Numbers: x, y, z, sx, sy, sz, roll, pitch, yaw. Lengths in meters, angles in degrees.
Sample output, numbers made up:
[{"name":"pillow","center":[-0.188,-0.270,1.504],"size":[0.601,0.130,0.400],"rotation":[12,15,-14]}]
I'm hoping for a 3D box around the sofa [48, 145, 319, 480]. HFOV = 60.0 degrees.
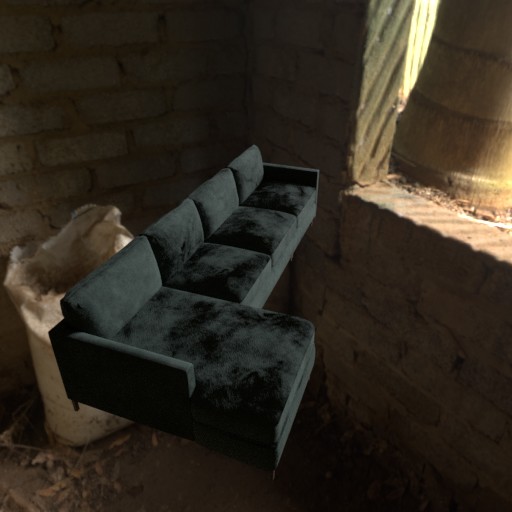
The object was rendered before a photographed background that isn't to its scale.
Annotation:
[{"name":"sofa","center":[0.000,0.000,3.934],"size":[1.500,0.967,3.400],"rotation":[11,33,17]}]
